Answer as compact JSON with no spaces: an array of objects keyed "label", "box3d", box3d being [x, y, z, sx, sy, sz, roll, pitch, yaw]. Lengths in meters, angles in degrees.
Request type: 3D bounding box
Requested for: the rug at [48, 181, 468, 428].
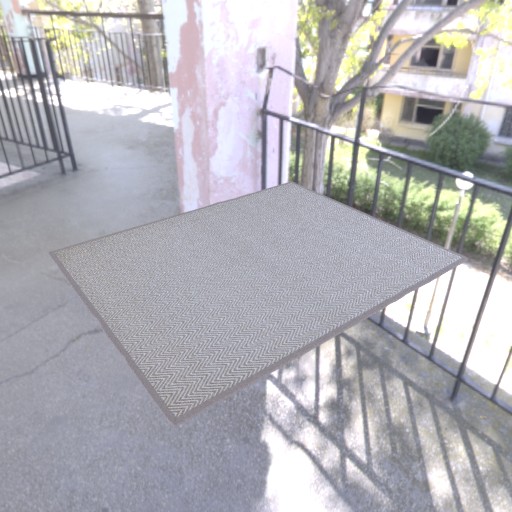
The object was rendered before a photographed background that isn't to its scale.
[{"label":"rug","box3d":[0.000,0.000,4.061,3.007,0.032,2.434,-21,36,-32]}]
